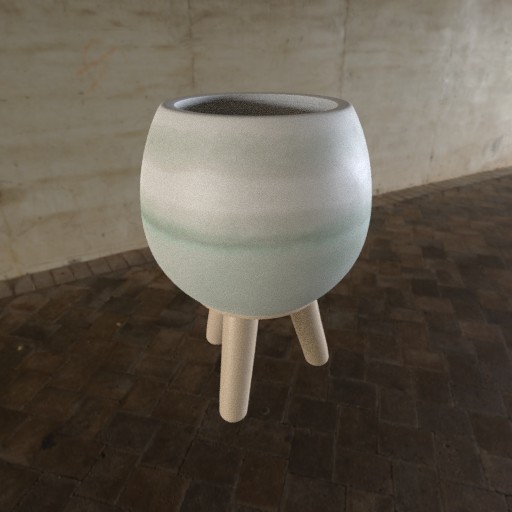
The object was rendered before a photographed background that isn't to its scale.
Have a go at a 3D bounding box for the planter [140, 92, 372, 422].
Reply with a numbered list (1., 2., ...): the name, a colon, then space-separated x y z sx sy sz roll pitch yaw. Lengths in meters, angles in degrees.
1. planter: 0.000 0.000 0.338 0.161 0.224 0.161 0 26 0
